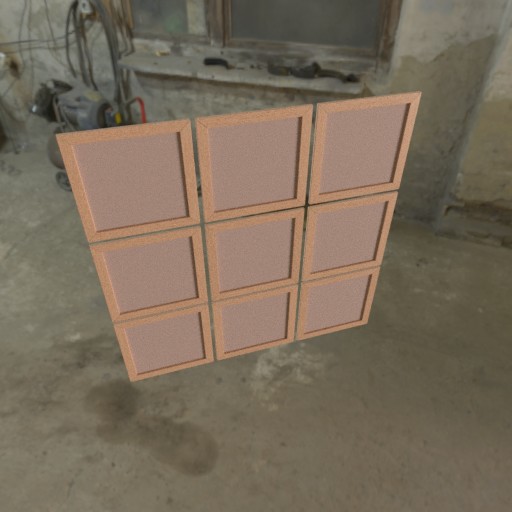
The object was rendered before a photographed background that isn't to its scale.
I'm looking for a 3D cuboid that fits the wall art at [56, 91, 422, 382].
[{"bbox_3d":[0.000,0.000,2.257,1.519,1.507,0.014,-11,41,-13],"label":"wall art"}]
